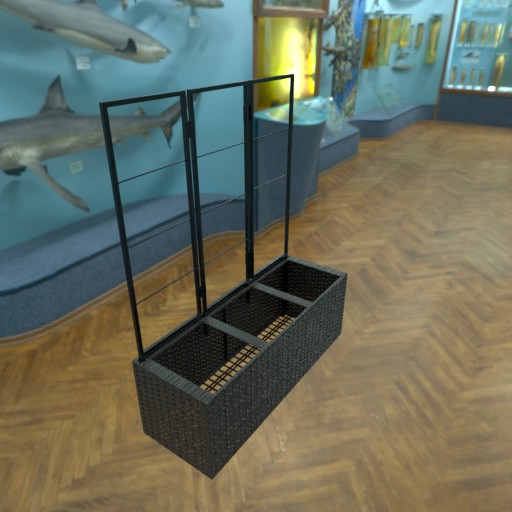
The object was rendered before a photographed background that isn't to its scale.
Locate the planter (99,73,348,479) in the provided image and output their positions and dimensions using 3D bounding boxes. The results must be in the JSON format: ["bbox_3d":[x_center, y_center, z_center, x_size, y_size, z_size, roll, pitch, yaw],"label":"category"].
[{"bbox_3d":[0.000,0.000,1.177,0.244,0.841,0.699,18,32,31],"label":"planter"}]
